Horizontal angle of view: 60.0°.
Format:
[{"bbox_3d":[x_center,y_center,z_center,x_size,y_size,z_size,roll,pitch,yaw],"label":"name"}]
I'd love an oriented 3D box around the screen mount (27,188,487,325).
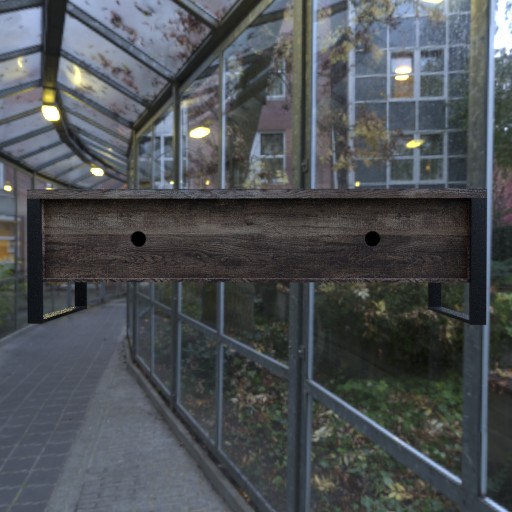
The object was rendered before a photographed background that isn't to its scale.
[{"bbox_3d":[0.000,0.000,1.667,1.524,0.450,0.395,0,1,1],"label":"screen mount"}]
